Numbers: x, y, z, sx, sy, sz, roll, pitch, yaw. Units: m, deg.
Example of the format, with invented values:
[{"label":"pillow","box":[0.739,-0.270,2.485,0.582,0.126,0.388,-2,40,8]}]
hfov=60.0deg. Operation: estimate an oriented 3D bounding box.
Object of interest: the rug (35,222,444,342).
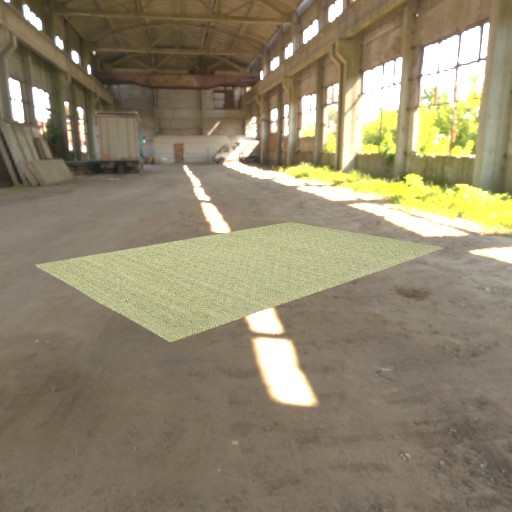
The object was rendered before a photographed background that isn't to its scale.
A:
[{"label":"rug","box":[0.000,0.000,2.240,1.747,0.006,1.143,-13,19,-42]}]
